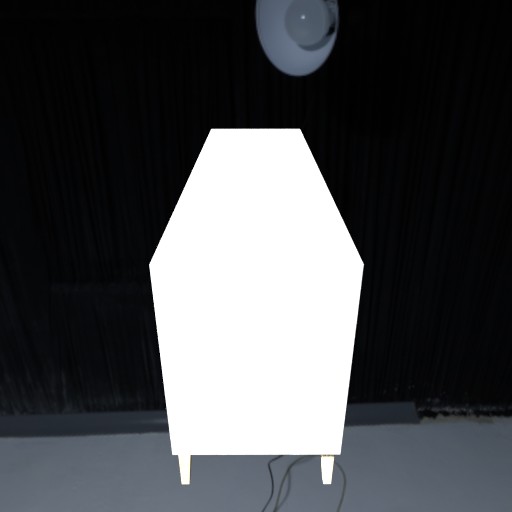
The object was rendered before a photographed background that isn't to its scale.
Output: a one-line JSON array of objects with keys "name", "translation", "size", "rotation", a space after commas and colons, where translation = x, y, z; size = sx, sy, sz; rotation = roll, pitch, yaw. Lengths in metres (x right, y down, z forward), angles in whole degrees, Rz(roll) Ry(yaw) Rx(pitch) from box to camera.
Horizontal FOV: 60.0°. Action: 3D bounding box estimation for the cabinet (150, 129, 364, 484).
[{"name": "cabinet", "translation": [0.000, 0.000, 1.946], "size": [0.500, 0.780, 1.649], "rotation": [0, 27, 0]}]
